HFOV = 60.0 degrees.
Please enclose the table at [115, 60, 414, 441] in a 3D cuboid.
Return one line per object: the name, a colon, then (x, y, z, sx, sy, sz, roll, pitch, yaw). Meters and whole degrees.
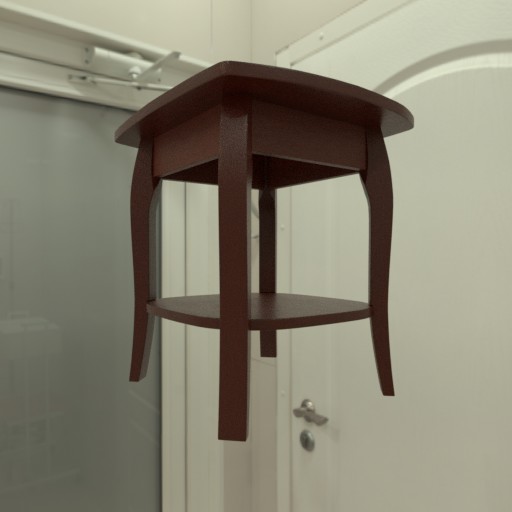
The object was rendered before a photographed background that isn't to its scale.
table: (0.000, 0.000, 0.845, 0.433, 0.496, 0.502, 0, 0, -36)
